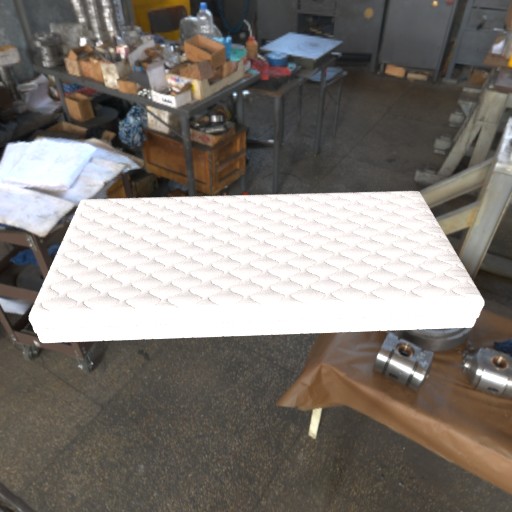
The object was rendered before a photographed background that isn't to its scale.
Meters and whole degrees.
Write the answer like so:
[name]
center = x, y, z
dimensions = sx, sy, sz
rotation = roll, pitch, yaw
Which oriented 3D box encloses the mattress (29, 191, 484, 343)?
[mattress]
center = 0.000, 0.000, 2.311
dimensions = 2.000, 0.200, 0.900
rotation = -2, 41, -2
